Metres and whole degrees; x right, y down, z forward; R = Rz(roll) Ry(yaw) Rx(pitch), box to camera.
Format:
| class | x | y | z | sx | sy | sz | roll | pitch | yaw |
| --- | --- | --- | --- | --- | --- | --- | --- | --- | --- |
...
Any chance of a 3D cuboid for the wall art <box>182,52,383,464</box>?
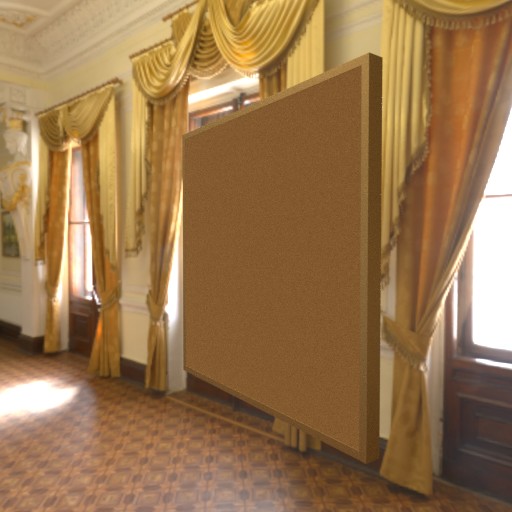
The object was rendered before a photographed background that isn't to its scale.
| class | x | y | z | sx | sy | sz | roll | pitch | yaw |
| --- | --- | --- | --- | --- | --- | --- | --- | --- | --- |
| wall art | 0.000 | 0.000 | 1.140 | 0.038 | 0.762 | 0.762 | -1 | 2 | -36 |
